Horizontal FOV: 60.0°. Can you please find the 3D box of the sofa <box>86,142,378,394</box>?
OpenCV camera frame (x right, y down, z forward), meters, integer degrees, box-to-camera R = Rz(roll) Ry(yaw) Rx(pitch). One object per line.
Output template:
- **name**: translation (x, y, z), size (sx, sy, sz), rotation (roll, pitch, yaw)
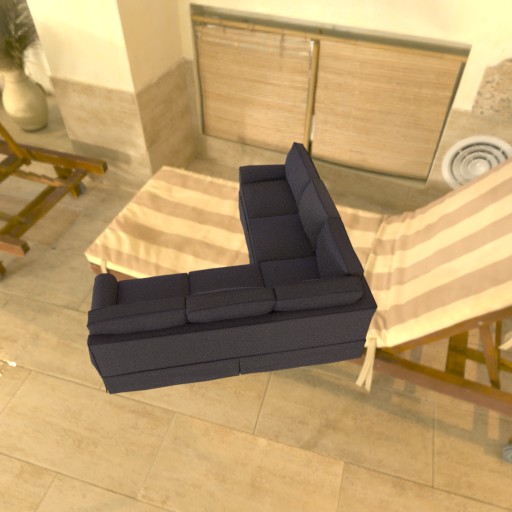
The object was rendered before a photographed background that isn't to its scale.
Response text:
- **sofa**: translation (0.000, 0.000, 5.105), size (2.874, 1.169, 3.773), rotation (16, 48, 15)
